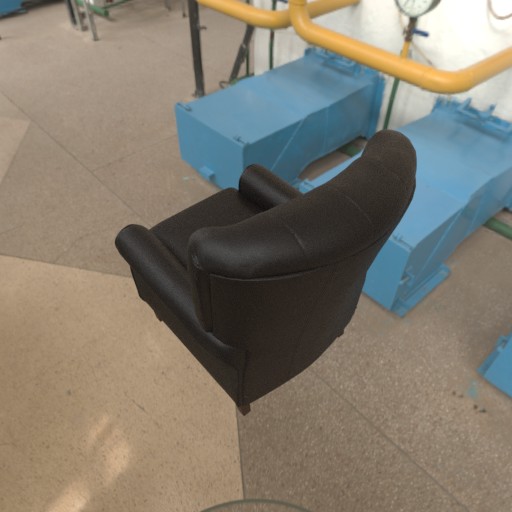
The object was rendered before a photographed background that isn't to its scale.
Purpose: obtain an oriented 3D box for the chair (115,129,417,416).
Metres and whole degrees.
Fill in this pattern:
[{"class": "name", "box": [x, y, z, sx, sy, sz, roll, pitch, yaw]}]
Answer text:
[{"class": "chair", "box": [0.000, 0.000, 1.905, 0.948, 1.158, 1.058, -32, 53, -27]}]
